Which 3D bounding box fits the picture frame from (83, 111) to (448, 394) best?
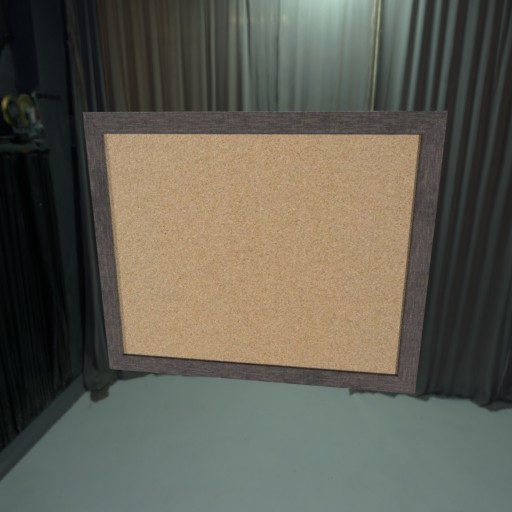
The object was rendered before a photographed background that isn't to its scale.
[{"bbox_3d":[0.000,0.000,0.735,0.546,0.455,0.026,2,17,8],"label":"picture frame"}]
